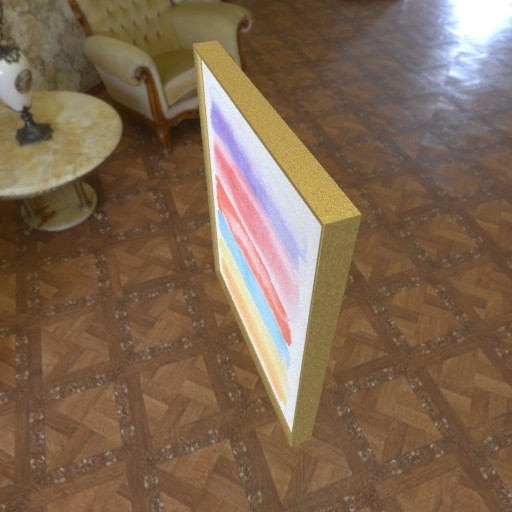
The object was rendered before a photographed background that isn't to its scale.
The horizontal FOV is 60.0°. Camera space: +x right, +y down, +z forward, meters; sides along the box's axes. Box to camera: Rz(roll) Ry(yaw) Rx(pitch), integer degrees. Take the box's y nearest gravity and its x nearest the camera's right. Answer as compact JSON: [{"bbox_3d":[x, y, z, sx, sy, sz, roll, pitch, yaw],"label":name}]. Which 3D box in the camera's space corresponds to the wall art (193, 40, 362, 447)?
[{"bbox_3d":[0.000,0.000,0.893,0.048,0.642,0.537,-16,48,-14],"label":"wall art"}]
